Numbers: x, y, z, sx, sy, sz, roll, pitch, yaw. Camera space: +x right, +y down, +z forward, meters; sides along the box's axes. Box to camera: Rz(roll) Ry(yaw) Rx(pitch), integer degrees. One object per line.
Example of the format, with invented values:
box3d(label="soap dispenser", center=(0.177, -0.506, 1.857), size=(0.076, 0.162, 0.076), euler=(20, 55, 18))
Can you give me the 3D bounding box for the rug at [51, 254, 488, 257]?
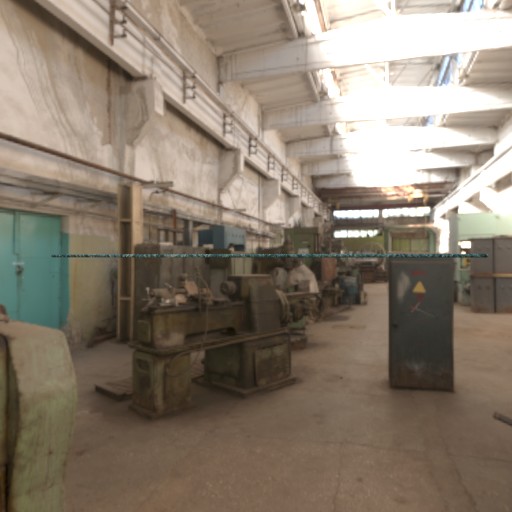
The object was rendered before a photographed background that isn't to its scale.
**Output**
box3d(label="rug", center=(0.000, 0.000, 2.548), size=(2.286, 0.016, 0.676), euler=(0, 0, 18))
